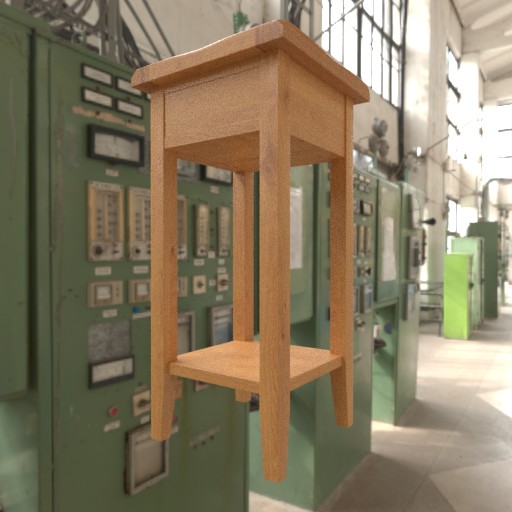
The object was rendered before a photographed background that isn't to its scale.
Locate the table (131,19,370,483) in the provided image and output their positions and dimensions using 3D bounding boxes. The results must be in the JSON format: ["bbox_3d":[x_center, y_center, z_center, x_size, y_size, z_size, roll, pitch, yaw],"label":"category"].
[{"bbox_3d":[0.000,0.000,0.933,0.360,0.740,0.360,0,1,35],"label":"table"}]
